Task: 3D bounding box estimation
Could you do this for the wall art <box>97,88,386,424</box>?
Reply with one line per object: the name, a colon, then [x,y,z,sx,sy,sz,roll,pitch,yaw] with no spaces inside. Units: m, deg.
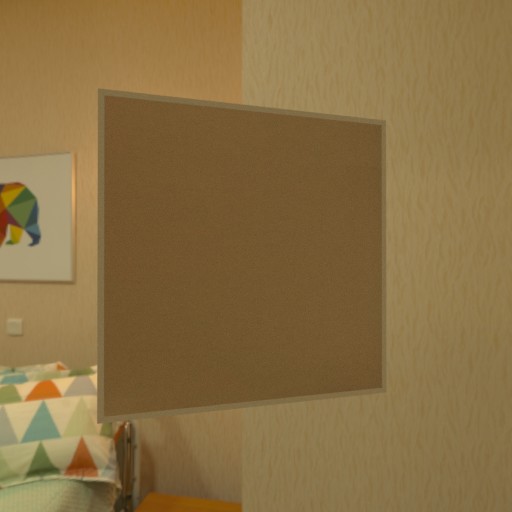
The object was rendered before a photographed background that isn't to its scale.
wall art: [0.000,0.000,0.828,0.557,0.557,0.012,0,0,-18]
